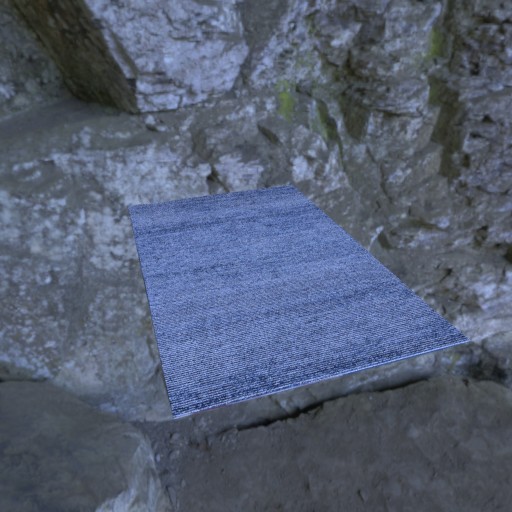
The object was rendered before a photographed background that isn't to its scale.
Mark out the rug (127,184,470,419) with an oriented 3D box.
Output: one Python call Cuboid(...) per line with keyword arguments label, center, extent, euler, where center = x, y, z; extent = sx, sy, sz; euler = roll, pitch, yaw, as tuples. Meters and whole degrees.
Cuboid(label="rug", center=(0.000, 0.000, 2.293), extent=(1.159, 0.025, 1.793), euler=(-9, 31, -16))
